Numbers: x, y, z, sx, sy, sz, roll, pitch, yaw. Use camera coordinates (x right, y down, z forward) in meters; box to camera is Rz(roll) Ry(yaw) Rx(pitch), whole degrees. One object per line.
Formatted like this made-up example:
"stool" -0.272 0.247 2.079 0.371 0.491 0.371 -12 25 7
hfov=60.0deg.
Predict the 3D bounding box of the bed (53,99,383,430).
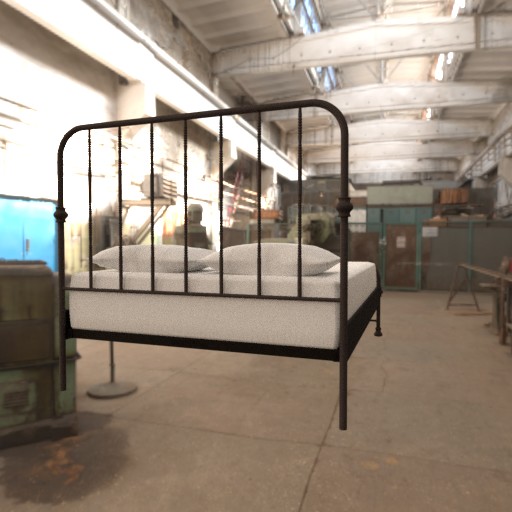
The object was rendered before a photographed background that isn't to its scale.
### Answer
"bed" 0.000 0.000 3.147 1.616 1.446 2.134 1 2 20
